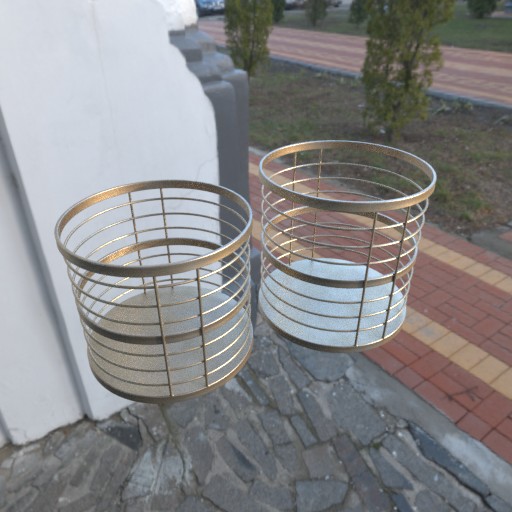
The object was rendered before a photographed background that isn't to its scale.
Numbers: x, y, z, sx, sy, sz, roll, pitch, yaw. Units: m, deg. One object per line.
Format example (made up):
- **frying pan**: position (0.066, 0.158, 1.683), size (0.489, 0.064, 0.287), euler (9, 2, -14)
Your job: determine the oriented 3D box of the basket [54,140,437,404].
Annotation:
- **basket**: position (0.000, 0.000, 0.945), size (0.746, 0.351, 0.356), euler (-11, 33, -17)
